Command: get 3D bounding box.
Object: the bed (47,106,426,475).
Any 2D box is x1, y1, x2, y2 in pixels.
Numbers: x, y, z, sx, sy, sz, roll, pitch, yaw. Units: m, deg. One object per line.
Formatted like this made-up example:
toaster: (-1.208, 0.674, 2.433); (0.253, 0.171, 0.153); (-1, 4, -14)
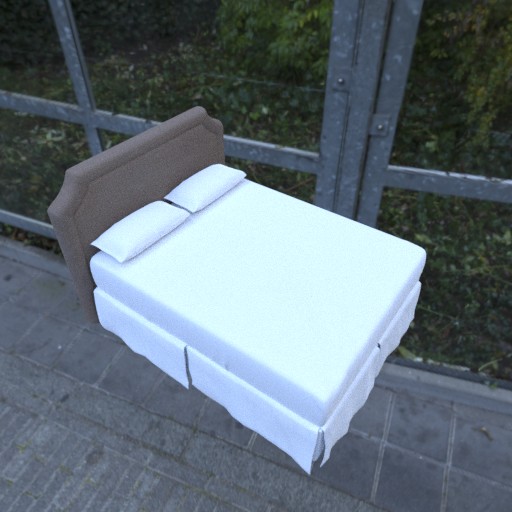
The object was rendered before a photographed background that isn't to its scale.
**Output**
bed: (0.000, 0.000, 3.165); (2.116, 1.290, 1.693); (25, 47, 26)
